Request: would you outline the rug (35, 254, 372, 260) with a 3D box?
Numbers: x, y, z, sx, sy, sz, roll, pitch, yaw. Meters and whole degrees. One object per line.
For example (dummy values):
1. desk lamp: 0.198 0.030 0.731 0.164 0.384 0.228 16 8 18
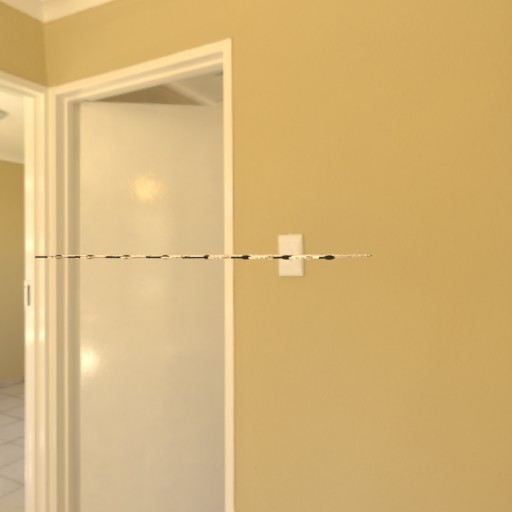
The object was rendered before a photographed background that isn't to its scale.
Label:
1. rug: 0.000 0.000 3.296 1.524 0.021 2.755 0 0 18
